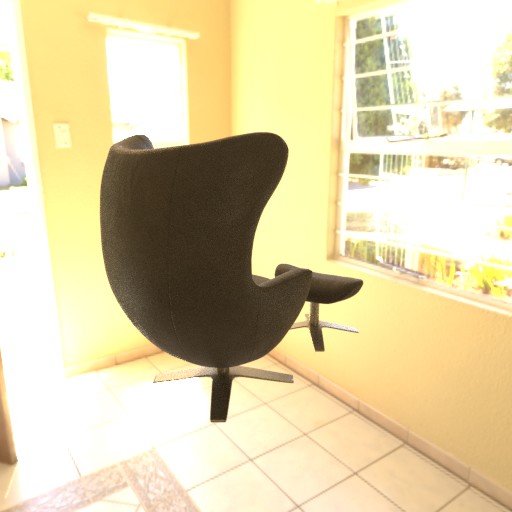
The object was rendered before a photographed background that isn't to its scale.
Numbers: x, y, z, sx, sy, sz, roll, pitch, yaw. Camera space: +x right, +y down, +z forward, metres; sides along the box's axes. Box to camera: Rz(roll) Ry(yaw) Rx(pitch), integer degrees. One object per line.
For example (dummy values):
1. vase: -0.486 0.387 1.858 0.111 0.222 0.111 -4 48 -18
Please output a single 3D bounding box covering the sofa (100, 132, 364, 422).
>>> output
1. sofa: 0.000 0.000 2.143 1.444 1.135 0.894 -14 20 -43
